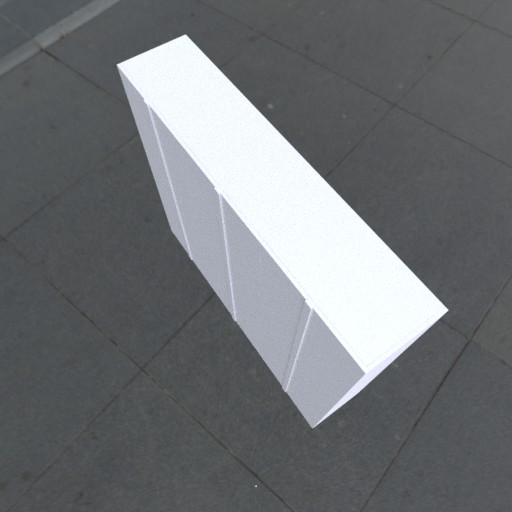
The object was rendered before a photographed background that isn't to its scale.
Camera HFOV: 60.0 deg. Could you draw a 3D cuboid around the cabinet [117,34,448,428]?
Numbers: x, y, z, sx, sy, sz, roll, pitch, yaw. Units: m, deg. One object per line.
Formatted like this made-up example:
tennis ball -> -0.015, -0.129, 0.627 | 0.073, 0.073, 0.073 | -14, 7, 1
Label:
cabinet -> 0.000, 0.000, 3.820 | 0.590, 2.370, 2.700 | -32, 67, -15
